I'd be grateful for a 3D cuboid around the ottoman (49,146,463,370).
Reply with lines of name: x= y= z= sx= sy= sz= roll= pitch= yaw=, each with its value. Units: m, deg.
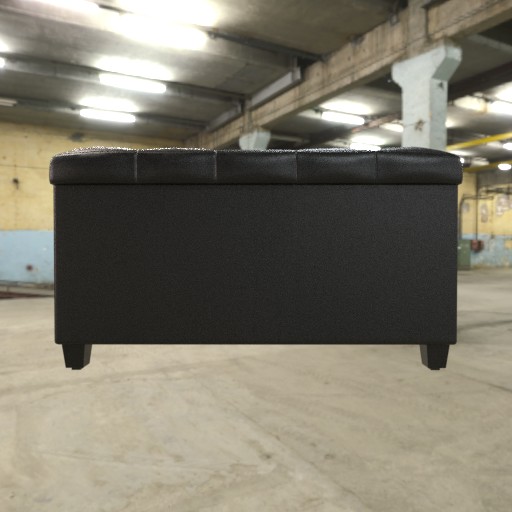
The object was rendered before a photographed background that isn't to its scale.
ottoman: x=0.000 y=0.000 z=1.093 sx=0.838 sy=0.470 sz=0.432 roll=0 pitch=1 yaw=0
